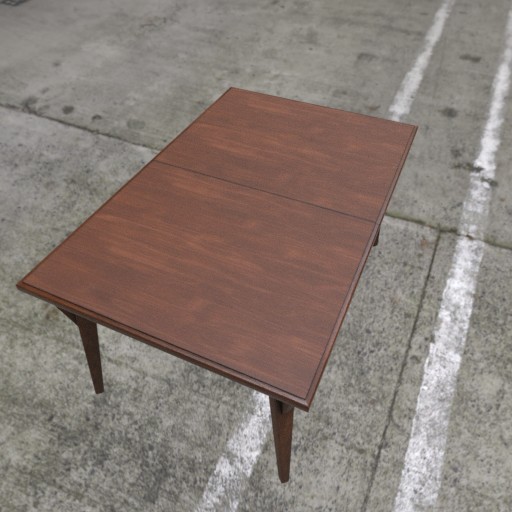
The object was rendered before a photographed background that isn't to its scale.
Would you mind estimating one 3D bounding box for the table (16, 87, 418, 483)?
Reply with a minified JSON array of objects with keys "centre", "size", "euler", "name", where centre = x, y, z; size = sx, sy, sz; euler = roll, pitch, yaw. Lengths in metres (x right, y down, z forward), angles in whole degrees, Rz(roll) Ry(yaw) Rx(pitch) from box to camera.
[{"centre":[0.000,0.000,2.017],"size":[0.990,0.761,1.524],"euler":[18,49,17],"name":"table"}]
